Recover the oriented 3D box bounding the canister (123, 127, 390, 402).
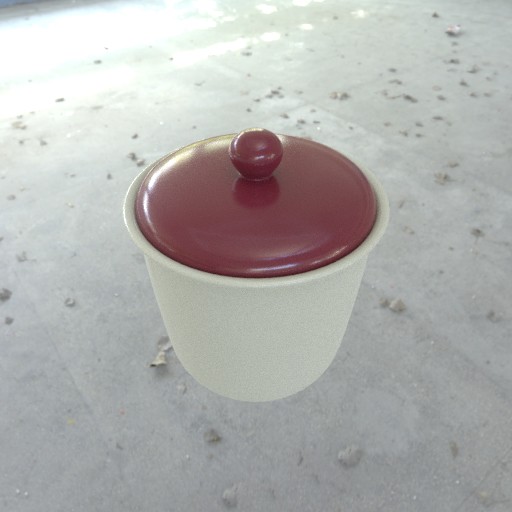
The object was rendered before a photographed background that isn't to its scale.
[{"bbox_3d":[0.000,0.000,0.348,0.182,0.208,0.182,0,41,0],"label":"canister"}]
